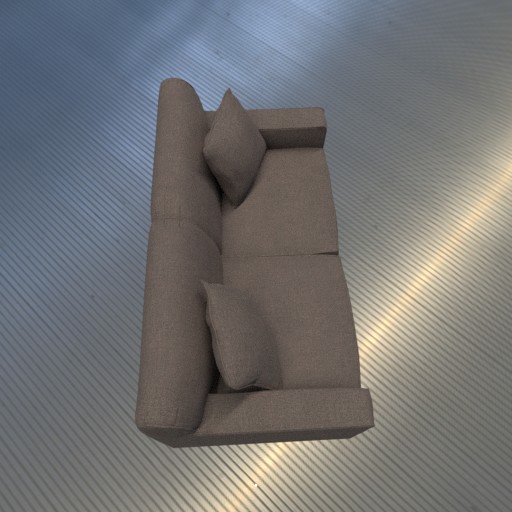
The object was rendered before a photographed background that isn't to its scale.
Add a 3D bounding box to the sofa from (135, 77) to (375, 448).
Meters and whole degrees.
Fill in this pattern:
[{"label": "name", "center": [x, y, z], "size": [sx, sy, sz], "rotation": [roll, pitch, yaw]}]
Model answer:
[{"label": "sofa", "center": [0.000, 0.000, 2.417], "size": [1.000, 0.958, 1.846], "rotation": [-3, 63, -1]}]
